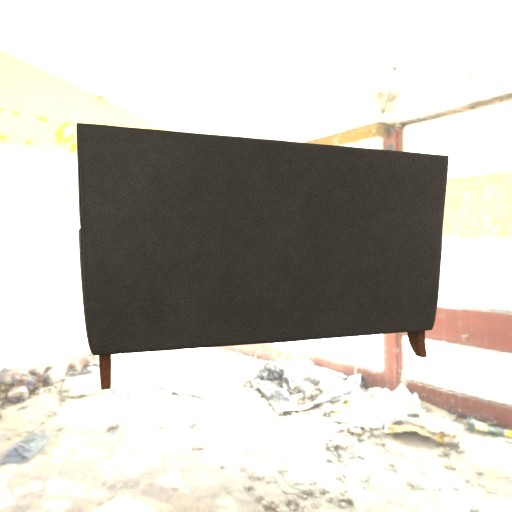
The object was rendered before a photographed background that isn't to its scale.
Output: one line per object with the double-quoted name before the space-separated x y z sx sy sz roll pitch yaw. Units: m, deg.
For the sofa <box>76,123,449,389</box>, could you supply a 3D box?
"sofa" 0.000 0.000 2.008 1.473 0.871 0.787 0 1 -20
